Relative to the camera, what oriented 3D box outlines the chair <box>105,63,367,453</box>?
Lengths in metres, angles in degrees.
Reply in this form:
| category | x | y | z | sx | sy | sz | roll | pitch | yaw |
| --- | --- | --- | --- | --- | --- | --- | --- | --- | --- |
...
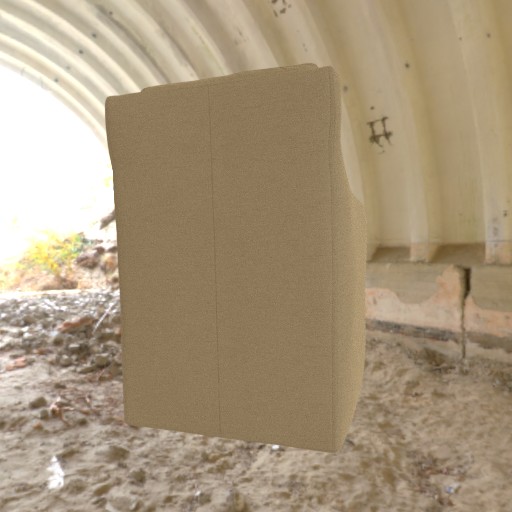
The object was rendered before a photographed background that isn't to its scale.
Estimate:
| category | x | y | z | sx | sy | sz | roll | pitch | yaw |
| --- | --- | --- | --- | --- | --- | --- | --- | --- | --- |
| chair | 0.000 | 0.000 | 1.345 | 0.626 | 0.914 | 0.694 | 0 | 0 | 18 |
